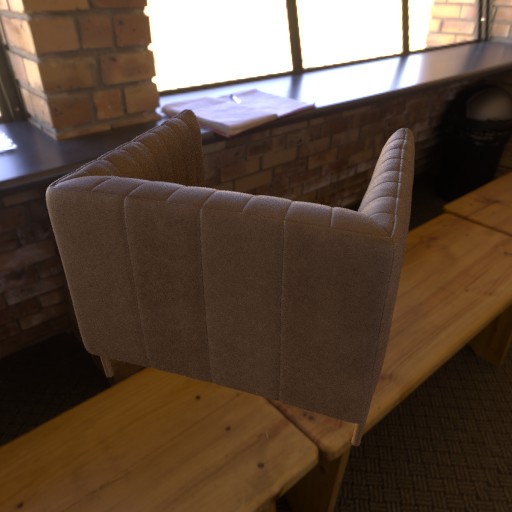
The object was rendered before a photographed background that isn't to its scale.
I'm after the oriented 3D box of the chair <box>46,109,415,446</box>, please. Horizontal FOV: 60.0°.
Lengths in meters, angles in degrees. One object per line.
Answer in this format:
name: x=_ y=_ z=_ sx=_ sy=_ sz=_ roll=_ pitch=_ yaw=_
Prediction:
chair: x=0.000 y=0.000 z=1.576 sx=0.981 sy=0.779 sz=0.876 roll=10 pitch=34 yaw=15
